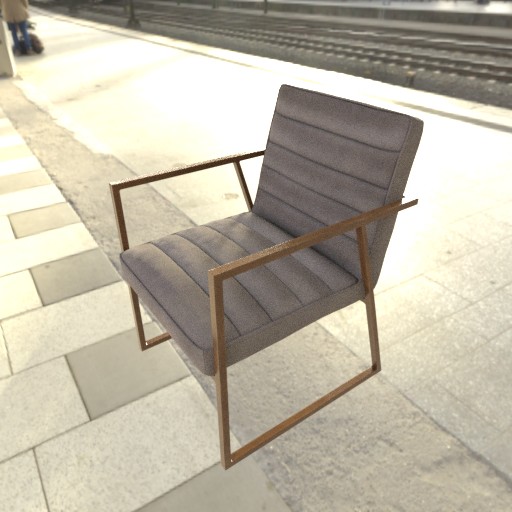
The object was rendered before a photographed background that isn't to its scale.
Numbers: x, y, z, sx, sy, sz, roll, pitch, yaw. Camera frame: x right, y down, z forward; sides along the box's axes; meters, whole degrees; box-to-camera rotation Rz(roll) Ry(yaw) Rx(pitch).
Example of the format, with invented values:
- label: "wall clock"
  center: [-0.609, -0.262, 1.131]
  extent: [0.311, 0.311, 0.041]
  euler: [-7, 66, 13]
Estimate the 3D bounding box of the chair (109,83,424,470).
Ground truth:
- label: "chair"
  center: [0.000, 0.000, 1.316]
  extent: [0.682, 0.843, 0.578]
  euler: [-20, 37, -29]
